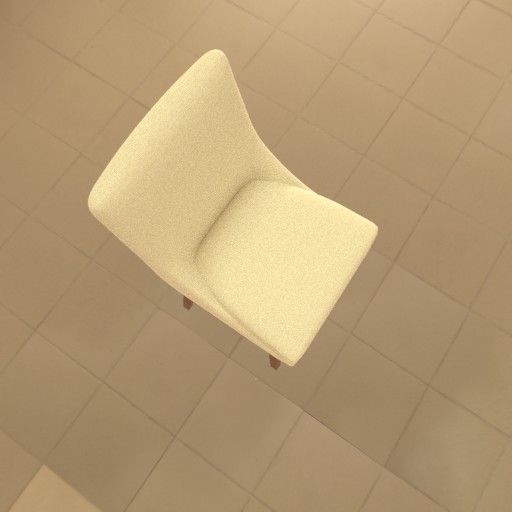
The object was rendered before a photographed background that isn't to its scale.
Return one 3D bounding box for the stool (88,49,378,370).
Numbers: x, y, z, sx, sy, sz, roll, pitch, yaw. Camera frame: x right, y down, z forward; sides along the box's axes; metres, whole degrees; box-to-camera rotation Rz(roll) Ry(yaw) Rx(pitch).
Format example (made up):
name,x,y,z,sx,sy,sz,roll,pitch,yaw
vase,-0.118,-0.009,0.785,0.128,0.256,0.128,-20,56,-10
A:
name,x,y,z,sx,sy,sz,roll,pitch,yaw
stool,0.000,0.000,1.393,0.559,1.097,0.470,33,77,9
